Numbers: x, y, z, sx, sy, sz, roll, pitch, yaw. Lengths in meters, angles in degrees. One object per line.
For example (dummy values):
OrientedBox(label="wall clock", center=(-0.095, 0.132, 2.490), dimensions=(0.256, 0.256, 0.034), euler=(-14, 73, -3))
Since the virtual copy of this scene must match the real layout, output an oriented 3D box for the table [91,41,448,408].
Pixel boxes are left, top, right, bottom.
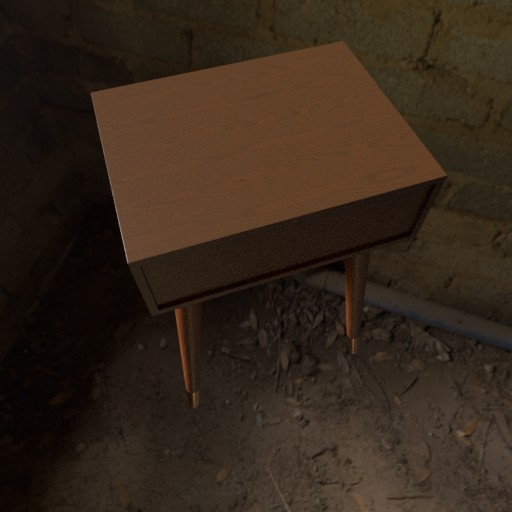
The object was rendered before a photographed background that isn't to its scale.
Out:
OrientedBox(label="table", center=(0.000, 0.000, 0.823), dimensions=(0.406, 0.599, 0.300), euler=(-16, 59, -10))
